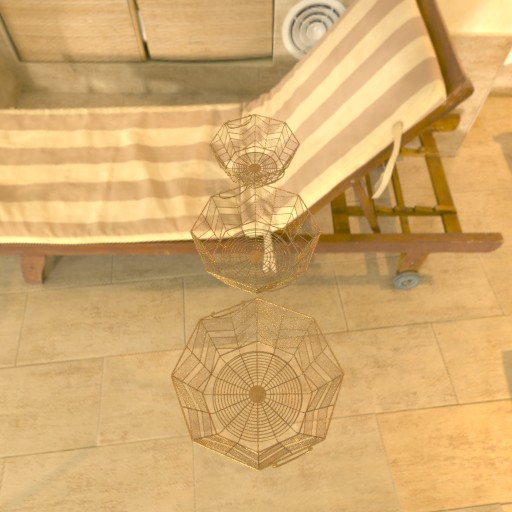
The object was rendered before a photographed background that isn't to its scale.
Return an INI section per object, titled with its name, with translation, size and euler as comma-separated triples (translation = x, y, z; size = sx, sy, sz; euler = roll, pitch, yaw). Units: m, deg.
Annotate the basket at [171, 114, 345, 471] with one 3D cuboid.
[basket]
translation = 0.000, 0.000, 1.393
size = 0.432, 0.178, 1.245
euler = -1, 57, 0
